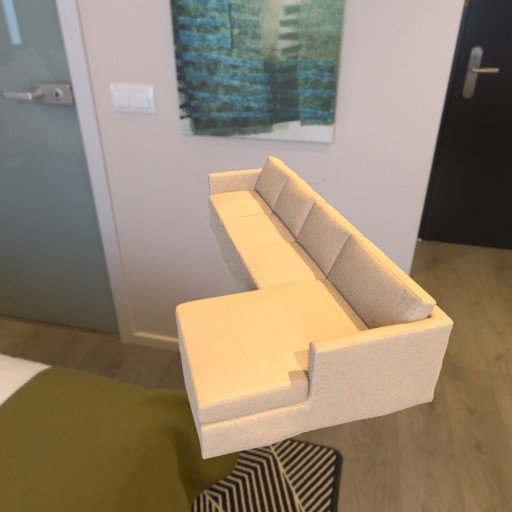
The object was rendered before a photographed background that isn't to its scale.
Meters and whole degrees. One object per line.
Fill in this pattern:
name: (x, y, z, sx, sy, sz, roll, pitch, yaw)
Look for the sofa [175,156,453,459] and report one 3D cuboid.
sofa: (0.000, 0.000, 3.949, 1.622, 0.871, 3.206, -8, 30, -14)
